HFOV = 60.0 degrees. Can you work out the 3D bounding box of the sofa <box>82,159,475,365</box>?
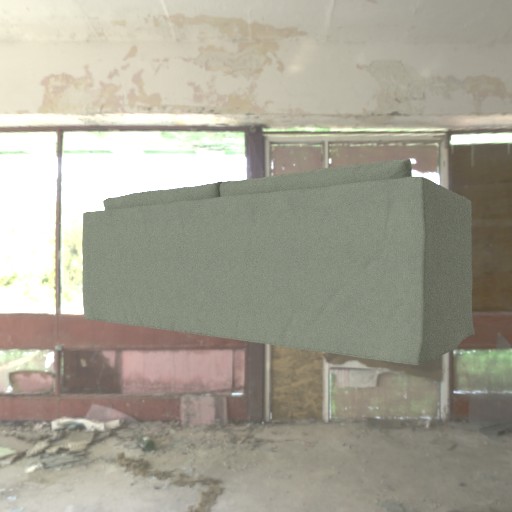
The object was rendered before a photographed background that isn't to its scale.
[{"bbox_3d":[0.000,0.000,2.730,2.312,0.853,0.962,0,0,36],"label":"sofa"}]
